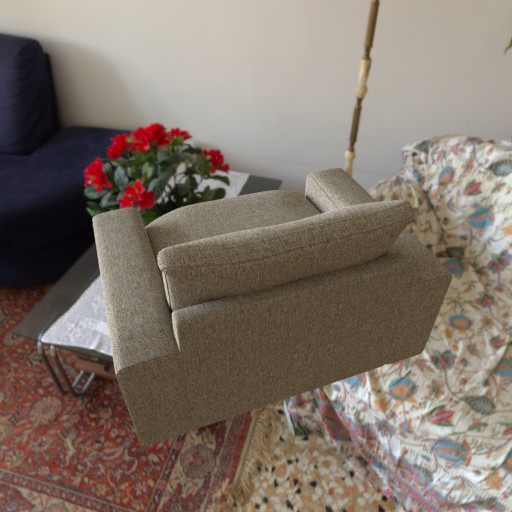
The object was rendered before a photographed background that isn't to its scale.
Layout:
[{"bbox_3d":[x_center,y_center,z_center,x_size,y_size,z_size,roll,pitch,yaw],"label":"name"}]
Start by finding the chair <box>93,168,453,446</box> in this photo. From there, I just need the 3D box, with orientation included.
[{"bbox_3d":[0.000,0.000,2.112,1.398,0.915,1.039,-13,42,-15],"label":"chair"}]
